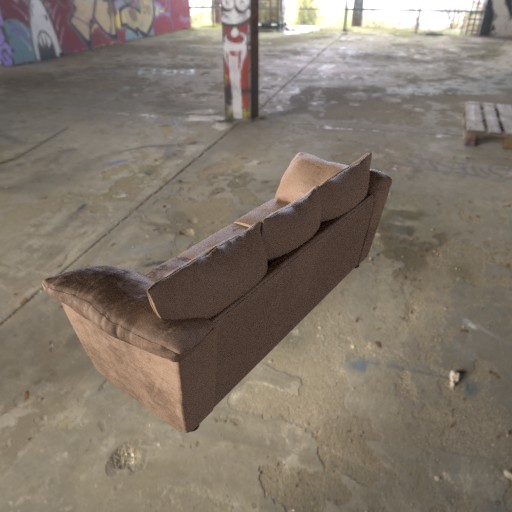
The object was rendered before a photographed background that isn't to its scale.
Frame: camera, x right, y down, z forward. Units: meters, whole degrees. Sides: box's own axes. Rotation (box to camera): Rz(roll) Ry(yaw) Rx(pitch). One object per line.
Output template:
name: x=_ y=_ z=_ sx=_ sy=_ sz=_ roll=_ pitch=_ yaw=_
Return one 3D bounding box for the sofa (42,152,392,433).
sofa: x=0.000 y=0.000 z=2.874 sx=0.893 sy=0.981 sz=2.377 roll=22 pitch=38 yaw=30
